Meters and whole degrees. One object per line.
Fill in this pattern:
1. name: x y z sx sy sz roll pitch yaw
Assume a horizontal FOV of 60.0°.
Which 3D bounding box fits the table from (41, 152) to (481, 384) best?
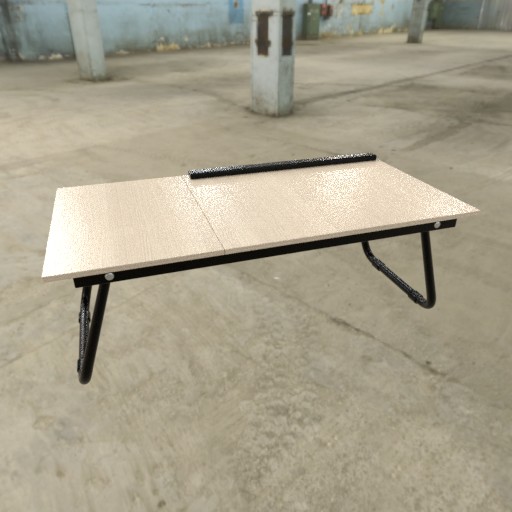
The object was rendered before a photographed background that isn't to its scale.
1. table: 0.000 0.000 0.797 0.644 0.242 0.322 -9 30 -16
